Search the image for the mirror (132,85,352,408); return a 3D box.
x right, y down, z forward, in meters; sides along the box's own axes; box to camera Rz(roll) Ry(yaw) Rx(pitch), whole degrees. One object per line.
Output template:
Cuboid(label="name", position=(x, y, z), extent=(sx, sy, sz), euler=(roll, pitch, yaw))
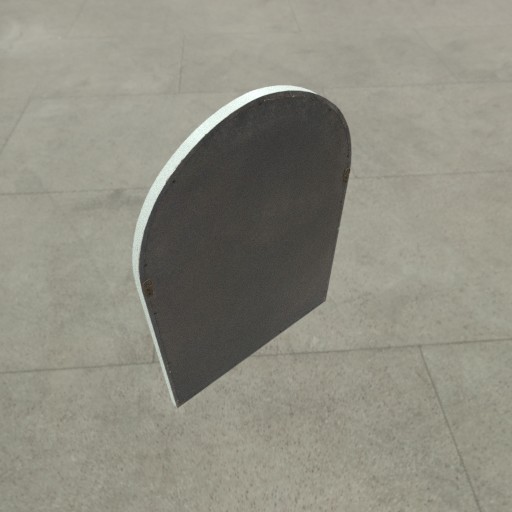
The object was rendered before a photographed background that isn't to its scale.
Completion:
Cuboid(label="mirror", position=(0.000, 0.000, 1.198), extent=(0.660, 0.920, 0.032), euler=(-31, 54, -26))
